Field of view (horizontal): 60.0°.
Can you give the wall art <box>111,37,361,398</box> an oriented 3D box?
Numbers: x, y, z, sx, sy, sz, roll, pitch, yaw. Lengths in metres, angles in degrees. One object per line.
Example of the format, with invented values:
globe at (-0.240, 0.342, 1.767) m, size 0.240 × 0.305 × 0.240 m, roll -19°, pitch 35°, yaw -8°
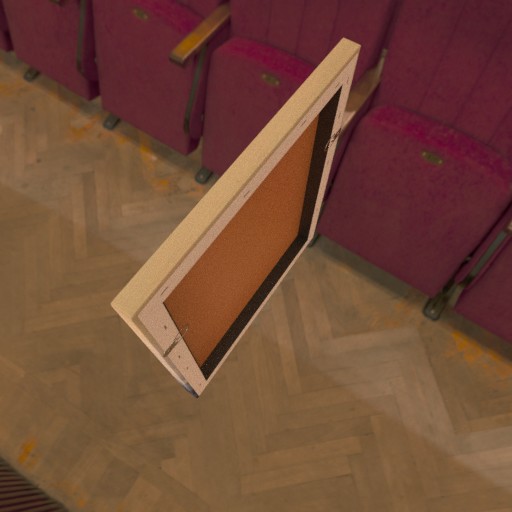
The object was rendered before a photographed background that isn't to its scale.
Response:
wall art at (0.000, 0.000, 0.993) m, size 0.041 × 0.710 × 0.608 m, roll 32°, pitch 68°, yaw 14°
